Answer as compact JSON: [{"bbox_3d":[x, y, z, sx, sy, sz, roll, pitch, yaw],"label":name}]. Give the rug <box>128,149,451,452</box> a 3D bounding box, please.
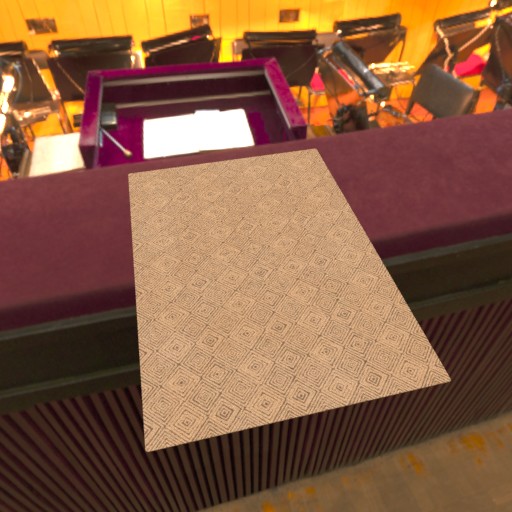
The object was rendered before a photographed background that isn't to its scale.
[{"bbox_3d":[0.000,0.000,2.959,1.593,0.008,2.238,-10,47,-9],"label":"rug"}]
